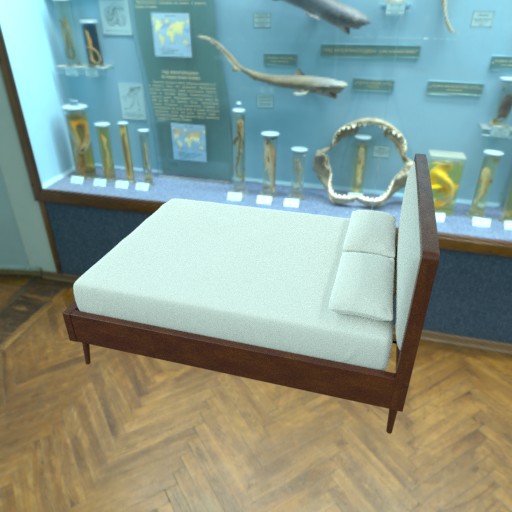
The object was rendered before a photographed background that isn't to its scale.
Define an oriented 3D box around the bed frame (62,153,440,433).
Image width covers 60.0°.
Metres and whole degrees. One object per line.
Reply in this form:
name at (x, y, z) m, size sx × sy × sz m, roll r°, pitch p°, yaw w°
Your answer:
bed frame at (0.000, 0.000, 3.207) m, size 2.171 × 1.279 × 1.587 m, roll 8°, pitch 31°, yaw 14°
